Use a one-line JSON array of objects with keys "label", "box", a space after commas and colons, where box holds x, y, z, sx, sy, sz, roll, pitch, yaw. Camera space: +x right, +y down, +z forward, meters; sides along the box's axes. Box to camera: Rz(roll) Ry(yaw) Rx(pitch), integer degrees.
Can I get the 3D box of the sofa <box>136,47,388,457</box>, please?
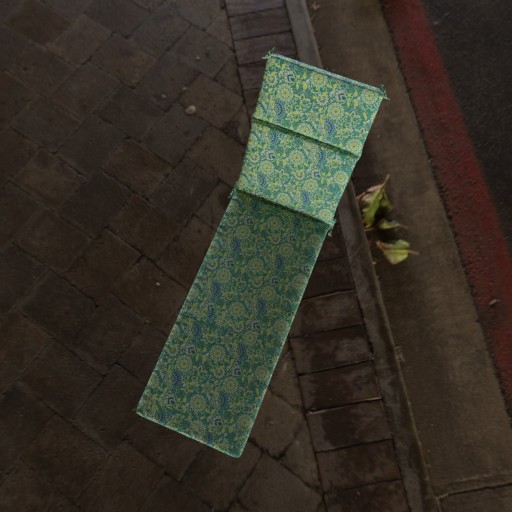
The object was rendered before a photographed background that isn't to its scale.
[{"label": "sofa", "box": [0.000, 0.000, 1.956, 0.582, 0.622, 1.663, 21, 75, 6]}]
